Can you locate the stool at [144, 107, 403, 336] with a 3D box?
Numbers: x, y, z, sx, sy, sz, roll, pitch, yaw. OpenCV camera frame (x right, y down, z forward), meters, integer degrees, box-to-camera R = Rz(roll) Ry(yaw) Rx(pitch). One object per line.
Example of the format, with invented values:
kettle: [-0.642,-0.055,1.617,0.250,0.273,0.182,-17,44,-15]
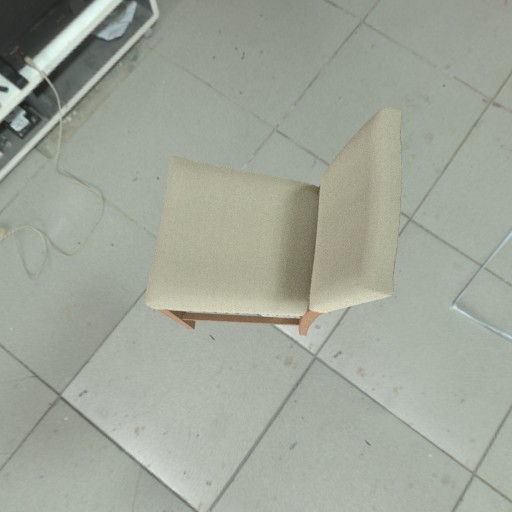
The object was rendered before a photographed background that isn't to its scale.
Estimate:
stool: [0.000,0.000,1.371,0.546,1.143,0.428,7,76,2]
